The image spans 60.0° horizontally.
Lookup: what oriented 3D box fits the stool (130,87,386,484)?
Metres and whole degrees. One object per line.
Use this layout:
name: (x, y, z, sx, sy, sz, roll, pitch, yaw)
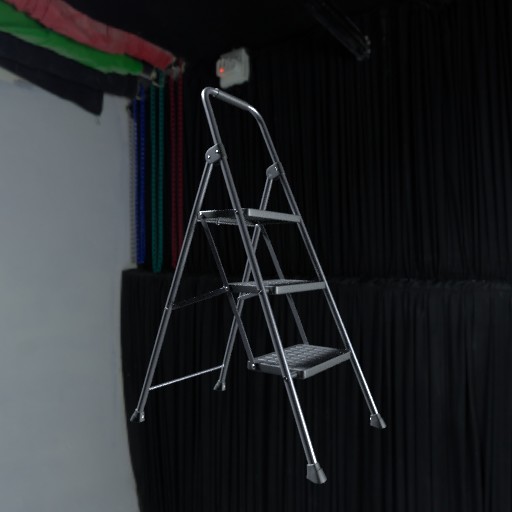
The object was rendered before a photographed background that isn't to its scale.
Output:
stool: (0.000, 0.000, 1.489, 0.733, 1.121, 0.473, 0, 0, 36)
